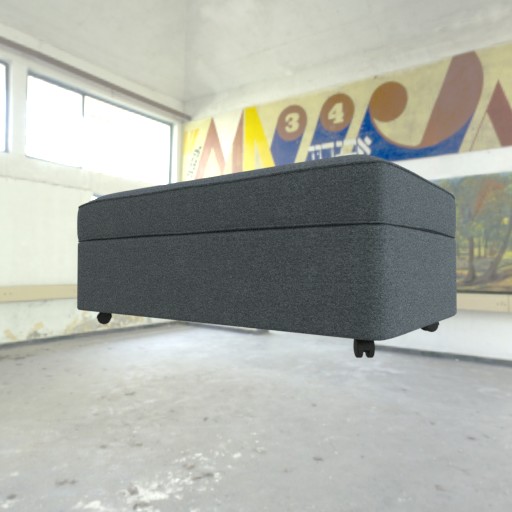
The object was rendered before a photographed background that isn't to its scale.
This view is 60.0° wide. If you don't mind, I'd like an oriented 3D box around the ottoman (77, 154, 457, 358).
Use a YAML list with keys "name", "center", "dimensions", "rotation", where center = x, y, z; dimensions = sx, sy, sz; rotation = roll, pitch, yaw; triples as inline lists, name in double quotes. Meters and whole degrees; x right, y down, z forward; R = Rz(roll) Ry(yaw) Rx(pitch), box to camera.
- name: "ottoman"
  center: [0.000, 0.000, 1.542]
  dimensions: [1.173, 0.494, 0.681]
  rotation: [-1, -2, 37]
